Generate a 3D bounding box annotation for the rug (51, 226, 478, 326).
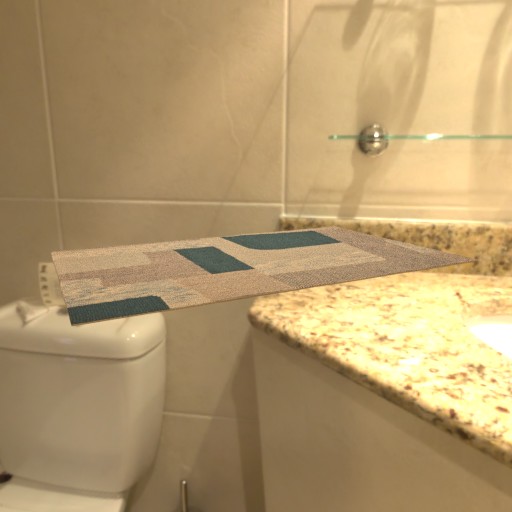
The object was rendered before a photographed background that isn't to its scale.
[{"bbox_3d":[0.000,0.000,2.964,2.436,0.015,1.521,-7,14,-26],"label":"rug"}]
